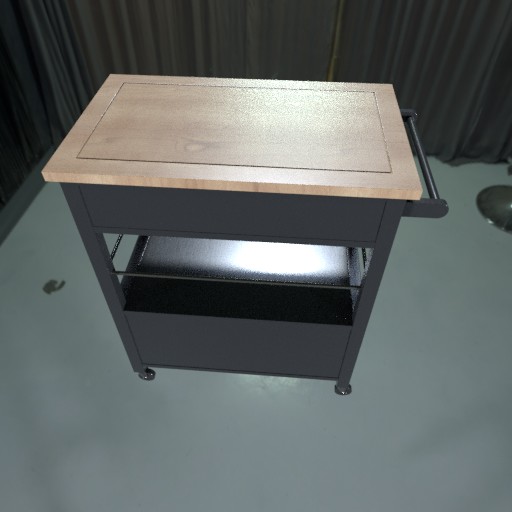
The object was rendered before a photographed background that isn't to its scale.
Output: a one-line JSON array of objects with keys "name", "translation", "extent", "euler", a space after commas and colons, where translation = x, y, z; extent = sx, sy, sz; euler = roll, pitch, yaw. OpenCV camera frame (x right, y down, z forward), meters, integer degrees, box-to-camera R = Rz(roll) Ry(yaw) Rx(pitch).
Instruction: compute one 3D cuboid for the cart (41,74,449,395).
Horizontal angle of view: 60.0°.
[{"name": "cart", "translation": [0.000, 0.000, 1.361], "extent": [0.840, 0.901, 0.459], "euler": [3, 46, 3]}]
